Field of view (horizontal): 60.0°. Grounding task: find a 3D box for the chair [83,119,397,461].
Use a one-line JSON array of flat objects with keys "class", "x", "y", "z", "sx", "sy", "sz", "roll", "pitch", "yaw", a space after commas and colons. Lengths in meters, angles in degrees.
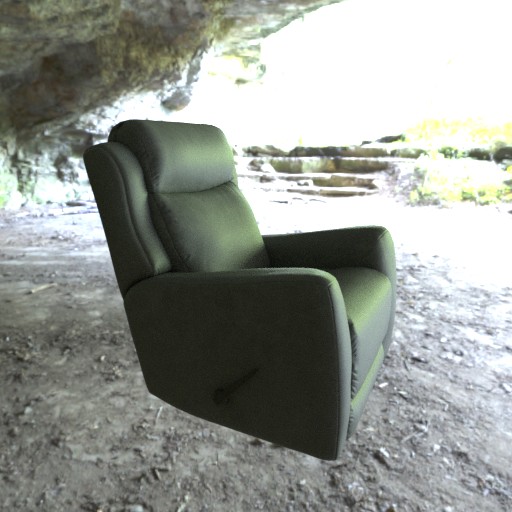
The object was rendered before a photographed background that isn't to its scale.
[{"class": "chair", "x": 0.000, "y": 0.000, "z": 1.892, "sx": 1.068, "sy": 1.116, "sz": 0.967, "roll": 7, "pitch": 16, "yaw": 26}]
